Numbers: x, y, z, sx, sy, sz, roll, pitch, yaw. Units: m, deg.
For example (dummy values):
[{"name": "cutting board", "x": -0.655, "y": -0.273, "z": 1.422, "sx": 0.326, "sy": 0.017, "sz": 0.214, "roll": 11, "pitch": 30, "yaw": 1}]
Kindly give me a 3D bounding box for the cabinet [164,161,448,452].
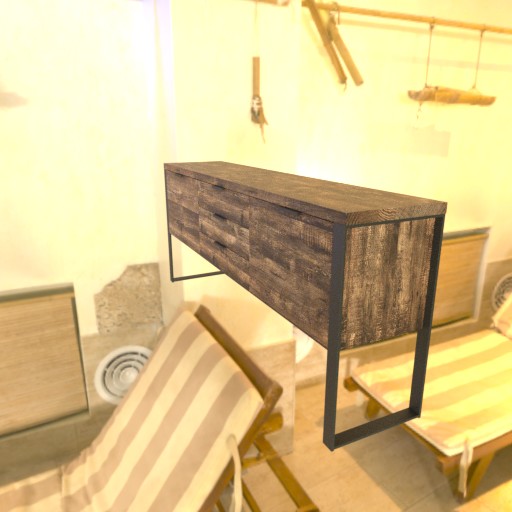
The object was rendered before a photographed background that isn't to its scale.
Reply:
[{"name": "cabinet", "x": 0.000, "y": 0.000, "z": 2.134, "sx": 0.395, "sy": 0.762, "sz": 1.800, "roll": -8, "pitch": 18, "yaw": -25}]
